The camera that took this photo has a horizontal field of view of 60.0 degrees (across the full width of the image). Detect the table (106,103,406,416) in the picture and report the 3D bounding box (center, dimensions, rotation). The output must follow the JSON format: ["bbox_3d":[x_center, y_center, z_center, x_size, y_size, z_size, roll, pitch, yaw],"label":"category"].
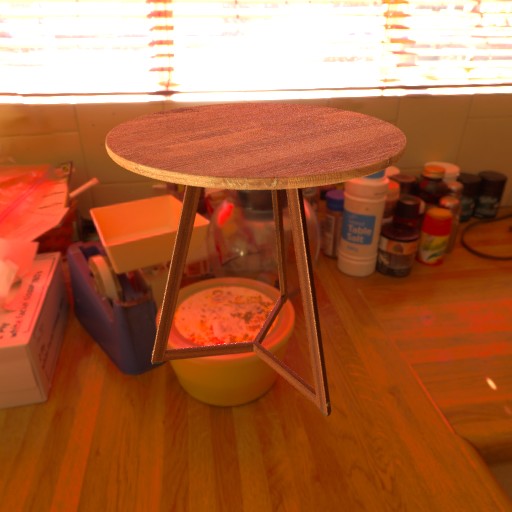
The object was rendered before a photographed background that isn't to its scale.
[{"bbox_3d":[0.000,0.000,0.887,0.500,0.500,0.500,0,29,0],"label":"table"}]
